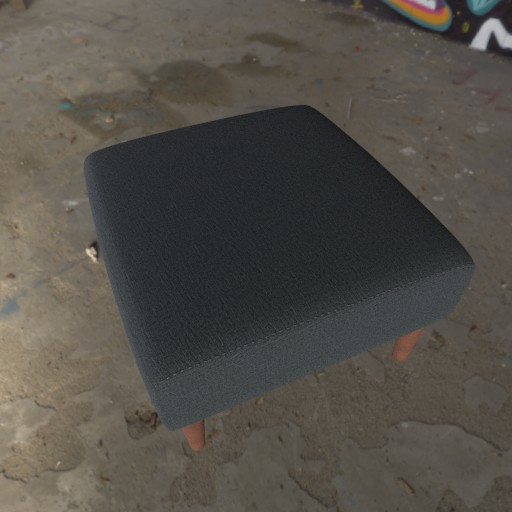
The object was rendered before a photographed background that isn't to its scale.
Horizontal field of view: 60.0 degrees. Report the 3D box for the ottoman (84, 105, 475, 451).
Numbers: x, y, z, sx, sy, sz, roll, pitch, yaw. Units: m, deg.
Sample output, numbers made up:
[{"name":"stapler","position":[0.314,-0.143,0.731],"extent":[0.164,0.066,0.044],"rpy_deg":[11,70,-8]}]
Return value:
[{"name":"ottoman","position":[0.000,0.000,1.039],"extent":[0.649,0.398,0.650],"rpy_deg":[-18,49,-16]}]
